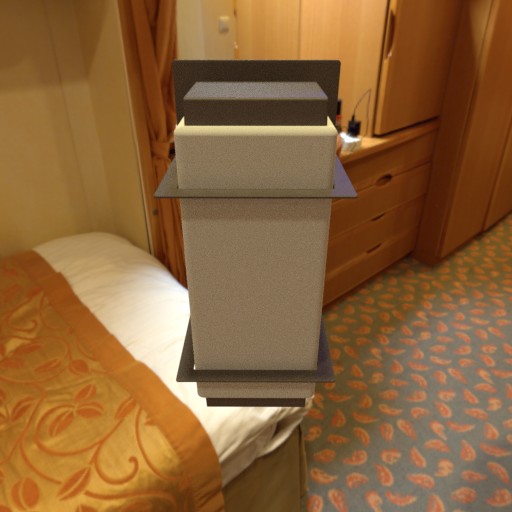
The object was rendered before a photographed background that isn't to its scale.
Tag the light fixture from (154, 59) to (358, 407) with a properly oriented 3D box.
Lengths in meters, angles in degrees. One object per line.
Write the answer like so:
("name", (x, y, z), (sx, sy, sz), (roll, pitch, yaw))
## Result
("light fixture", (0.000, 0.000, 0.440), (0.153, 0.347, 0.146), (0, 30, 0))
